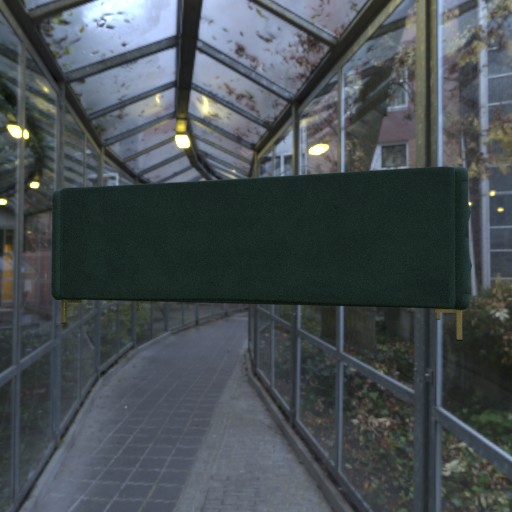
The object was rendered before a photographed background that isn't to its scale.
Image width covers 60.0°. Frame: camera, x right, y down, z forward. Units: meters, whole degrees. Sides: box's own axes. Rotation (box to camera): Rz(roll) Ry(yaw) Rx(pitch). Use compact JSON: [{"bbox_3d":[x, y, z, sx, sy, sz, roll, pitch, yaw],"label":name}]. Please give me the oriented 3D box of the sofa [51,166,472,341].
[{"bbox_3d":[0.000,0.000,2.620,2.209,0.771,0.895,0,-1,16],"label":"sofa"}]
